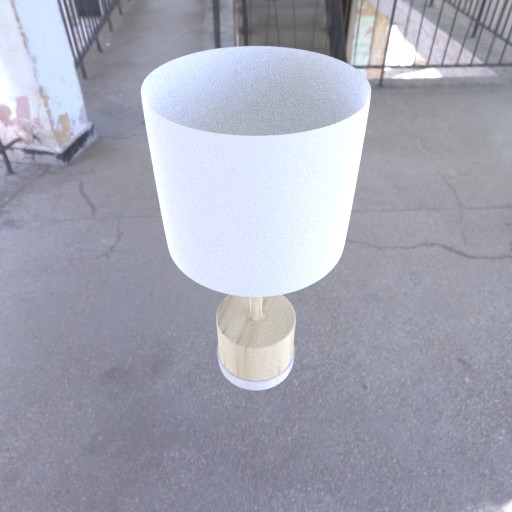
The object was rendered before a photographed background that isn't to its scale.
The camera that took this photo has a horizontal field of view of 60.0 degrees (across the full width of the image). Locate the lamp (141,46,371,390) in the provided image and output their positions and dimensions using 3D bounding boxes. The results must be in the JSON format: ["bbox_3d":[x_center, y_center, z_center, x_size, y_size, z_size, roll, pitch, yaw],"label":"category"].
[{"bbox_3d":[0.000,0.000,0.602,0.229,0.470,0.229,12,44,13],"label":"lamp"}]
